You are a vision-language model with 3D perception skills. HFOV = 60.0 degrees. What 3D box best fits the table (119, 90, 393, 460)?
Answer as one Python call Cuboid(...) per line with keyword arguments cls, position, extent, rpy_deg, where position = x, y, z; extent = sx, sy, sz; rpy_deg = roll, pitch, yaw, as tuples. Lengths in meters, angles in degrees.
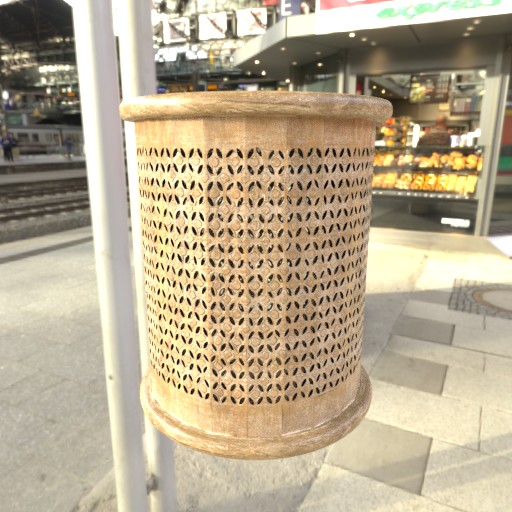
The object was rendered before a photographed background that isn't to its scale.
Cuboid(cls="table", position=(0.000, 0.000, 0.745), extent=(0.407, 0.482, 0.407), rpy_deg=(0, 14, 0))
